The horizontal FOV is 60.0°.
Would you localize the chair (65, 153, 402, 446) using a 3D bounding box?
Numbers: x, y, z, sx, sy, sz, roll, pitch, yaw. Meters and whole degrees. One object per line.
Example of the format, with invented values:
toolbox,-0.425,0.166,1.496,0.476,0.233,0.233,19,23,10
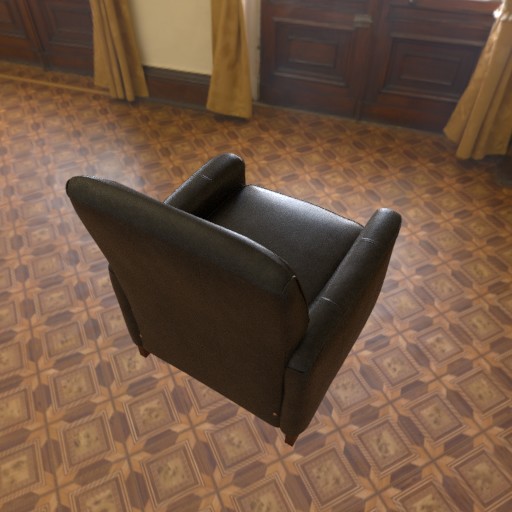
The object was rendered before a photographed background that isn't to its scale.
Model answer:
chair,0.000,0.000,1.617,0.848,1.014,0.864,24,50,22
